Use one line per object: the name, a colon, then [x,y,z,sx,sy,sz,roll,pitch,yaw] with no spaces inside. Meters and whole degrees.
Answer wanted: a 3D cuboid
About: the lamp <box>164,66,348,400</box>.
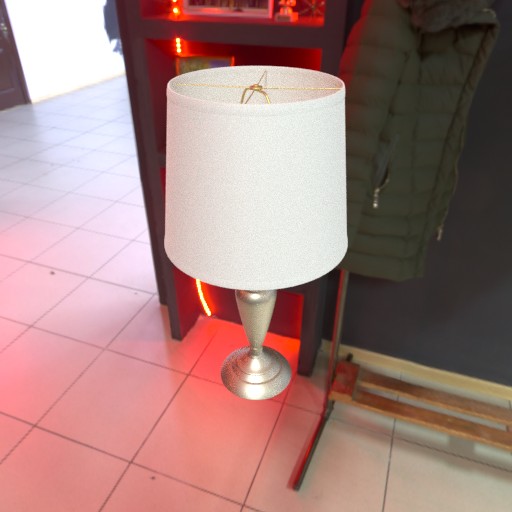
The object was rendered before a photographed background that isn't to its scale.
lamp: [0.000,0.000,0.830,0.328,0.619,0.328,0,33,0]
